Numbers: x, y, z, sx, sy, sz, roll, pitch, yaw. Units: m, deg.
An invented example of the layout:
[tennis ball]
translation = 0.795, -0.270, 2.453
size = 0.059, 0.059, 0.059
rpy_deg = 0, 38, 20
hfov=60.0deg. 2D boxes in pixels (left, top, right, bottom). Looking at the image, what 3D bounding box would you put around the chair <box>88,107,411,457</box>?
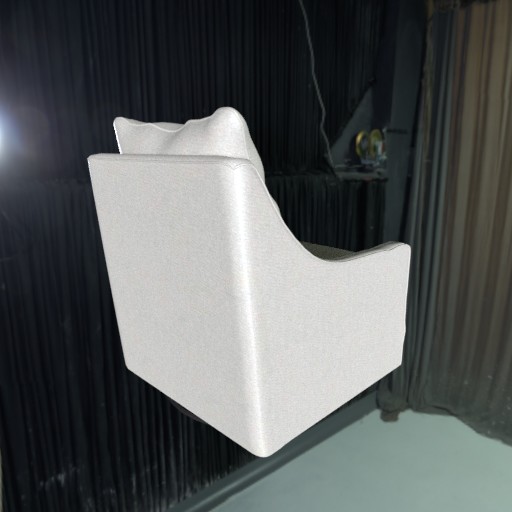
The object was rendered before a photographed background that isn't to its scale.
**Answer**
[chair]
translation = 0.000, 0.000, 1.586
size = 0.876, 0.942, 0.760
rpy_deg = -13, 19, -43
